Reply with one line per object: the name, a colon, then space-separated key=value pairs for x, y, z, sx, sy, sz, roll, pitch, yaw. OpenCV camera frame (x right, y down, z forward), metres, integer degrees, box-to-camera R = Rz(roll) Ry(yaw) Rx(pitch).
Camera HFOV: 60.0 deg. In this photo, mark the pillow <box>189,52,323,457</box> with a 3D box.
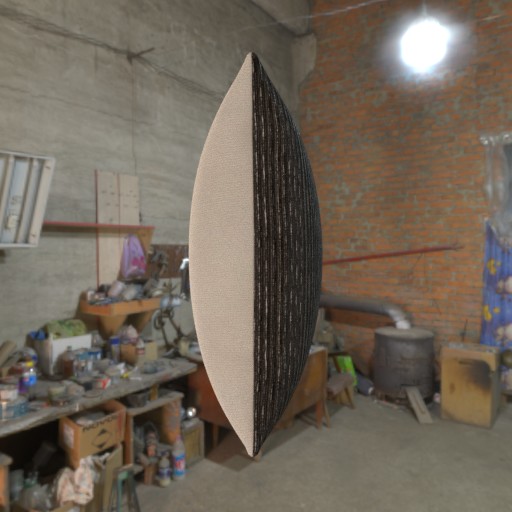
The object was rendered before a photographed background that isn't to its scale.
pillow: x=0.000 y=0.000 z=0.683 sx=0.196 sy=0.434 sz=0.433 roll=0 pitch=0 yaw=1
